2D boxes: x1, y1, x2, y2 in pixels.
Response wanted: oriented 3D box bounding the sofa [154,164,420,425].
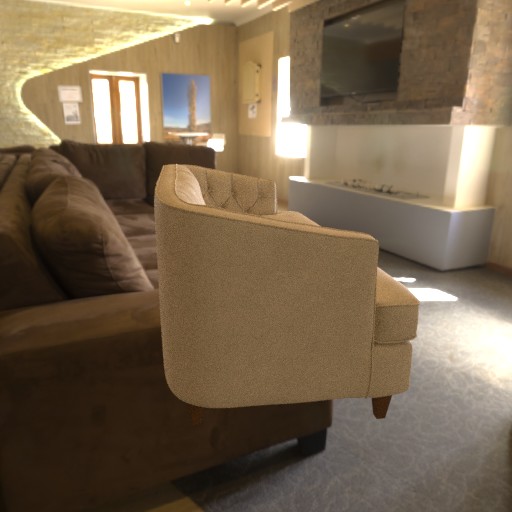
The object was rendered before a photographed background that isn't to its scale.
[{"bbox_3d":[0.000,0.000,2.296,0.940,0.878,1.731,-3,17,-9],"label":"sofa"}]
